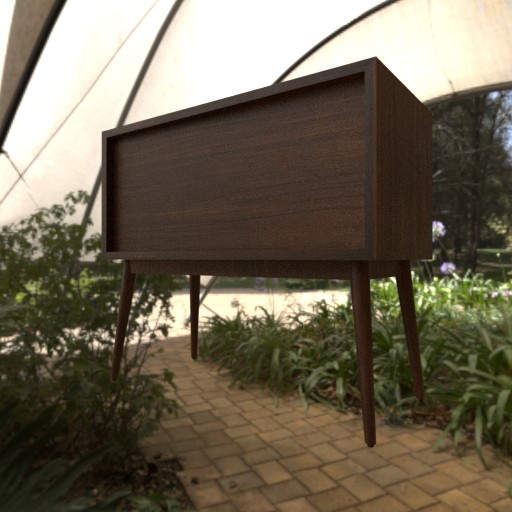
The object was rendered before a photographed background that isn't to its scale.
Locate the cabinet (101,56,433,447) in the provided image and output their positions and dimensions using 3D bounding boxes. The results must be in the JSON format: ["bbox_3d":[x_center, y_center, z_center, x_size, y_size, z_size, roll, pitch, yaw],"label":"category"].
[{"bbox_3d":[0.000,0.000,1.089,0.743,0.654,0.354,0,0,36],"label":"cabinet"}]
